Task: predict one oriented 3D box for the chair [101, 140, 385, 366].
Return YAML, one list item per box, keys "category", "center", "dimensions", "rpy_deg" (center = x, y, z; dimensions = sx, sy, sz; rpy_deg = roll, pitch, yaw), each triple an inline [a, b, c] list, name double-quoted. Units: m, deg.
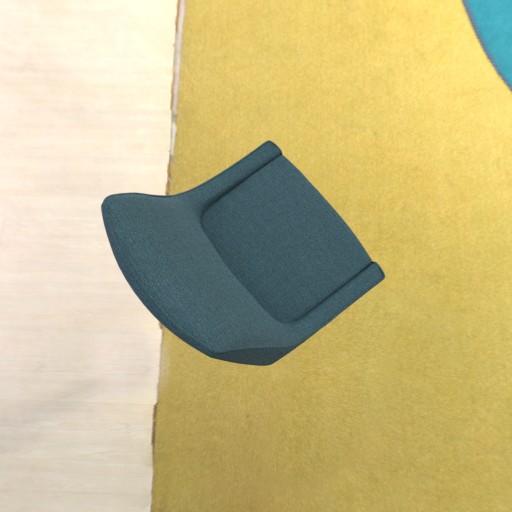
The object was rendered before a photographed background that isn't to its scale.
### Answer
- category: "chair"
  center: [0.000, 0.000, 1.223]
  dimensions: [0.544, 0.861, 0.529]
  rpy_deg: [-37, 79, -8]
